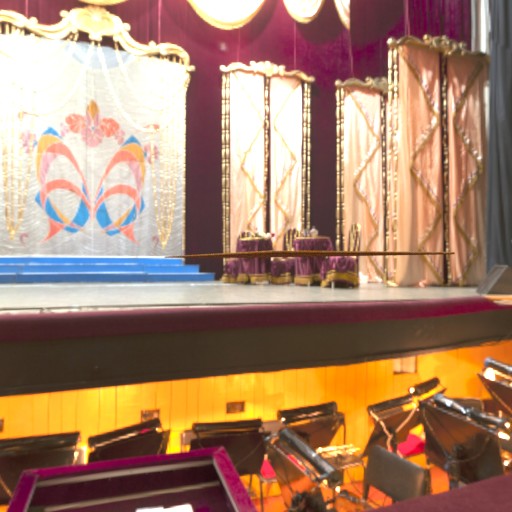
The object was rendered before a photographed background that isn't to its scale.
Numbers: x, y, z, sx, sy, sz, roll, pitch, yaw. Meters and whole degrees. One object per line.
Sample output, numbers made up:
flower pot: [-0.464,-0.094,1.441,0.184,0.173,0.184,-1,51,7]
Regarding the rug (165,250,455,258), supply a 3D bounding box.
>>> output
rug: [0.000,0.000,2.727,0.775,0.010,2.438,0,-1,-20]
